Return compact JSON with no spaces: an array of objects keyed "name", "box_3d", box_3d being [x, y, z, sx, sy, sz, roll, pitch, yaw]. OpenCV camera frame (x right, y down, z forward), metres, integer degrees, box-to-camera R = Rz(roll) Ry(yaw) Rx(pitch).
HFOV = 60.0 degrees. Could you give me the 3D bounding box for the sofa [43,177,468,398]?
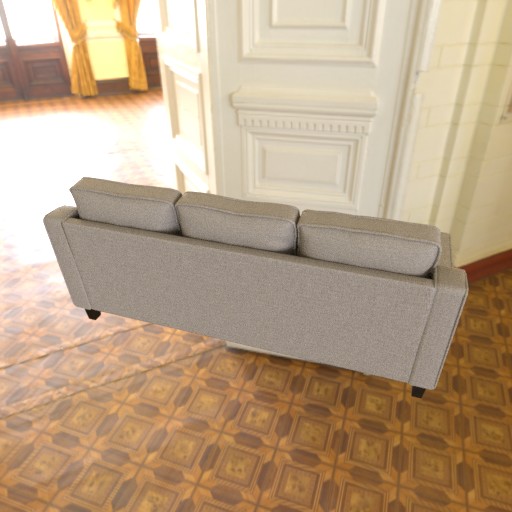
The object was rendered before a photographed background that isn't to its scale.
[{"name":"sofa","box_3d":[0.000,0.000,2.607,2.129,0.950,0.899,10,33,16]}]
